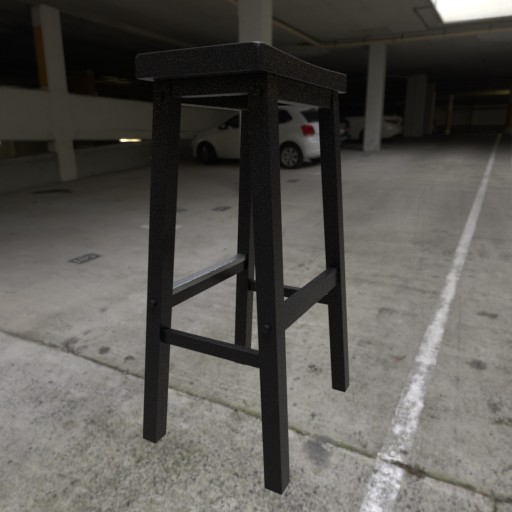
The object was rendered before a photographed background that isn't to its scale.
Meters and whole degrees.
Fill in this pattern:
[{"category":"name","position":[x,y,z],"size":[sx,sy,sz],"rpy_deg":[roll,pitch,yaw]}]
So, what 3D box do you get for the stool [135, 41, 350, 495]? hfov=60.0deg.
[{"category":"stool","position":[0.000,0.000,0.933],"size":[0.322,0.742,0.406],"rpy_deg":[8,17,27]}]
